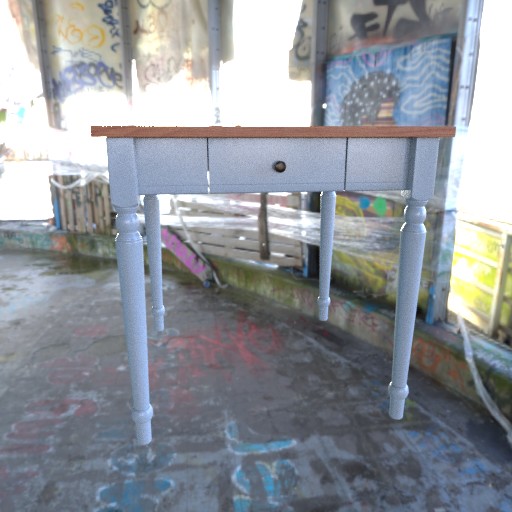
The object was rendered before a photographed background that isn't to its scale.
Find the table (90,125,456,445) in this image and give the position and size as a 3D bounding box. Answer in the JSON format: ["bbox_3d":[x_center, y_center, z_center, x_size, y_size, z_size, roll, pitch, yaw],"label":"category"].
[{"bbox_3d":[0.000,0.000,1.338,0.747,0.738,0.747,-2,15,-8],"label":"table"}]
